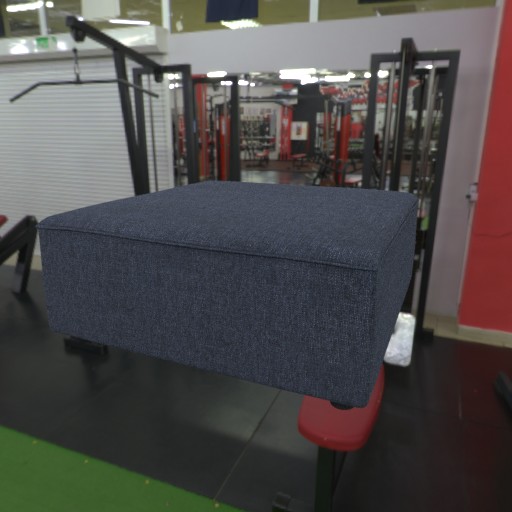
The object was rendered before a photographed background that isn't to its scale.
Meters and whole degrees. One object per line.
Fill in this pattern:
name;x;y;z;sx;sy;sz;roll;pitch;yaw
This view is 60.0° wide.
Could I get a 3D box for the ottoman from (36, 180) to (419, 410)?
ottoman;0.000;0.000;1.591;1.023;0.423;1.017;8;18;24
